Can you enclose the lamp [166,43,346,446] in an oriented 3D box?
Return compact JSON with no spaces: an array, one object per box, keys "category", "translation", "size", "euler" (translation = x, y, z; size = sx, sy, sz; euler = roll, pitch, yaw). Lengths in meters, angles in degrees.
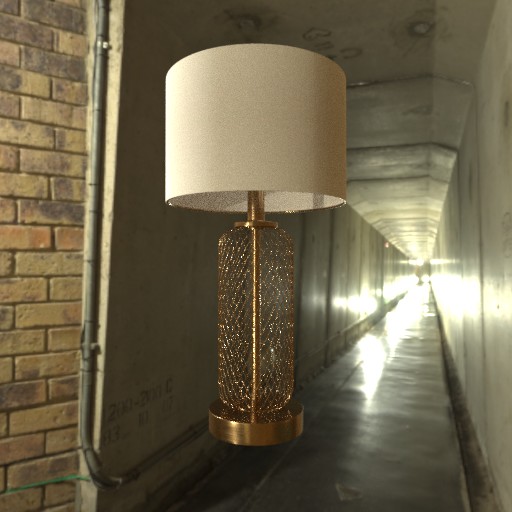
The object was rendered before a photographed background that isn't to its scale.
[{"category":"lamp","translation":[0.000,0.000,0.630],"size":[0.252,0.483,0.252],"euler":[0,-1,-16]}]
